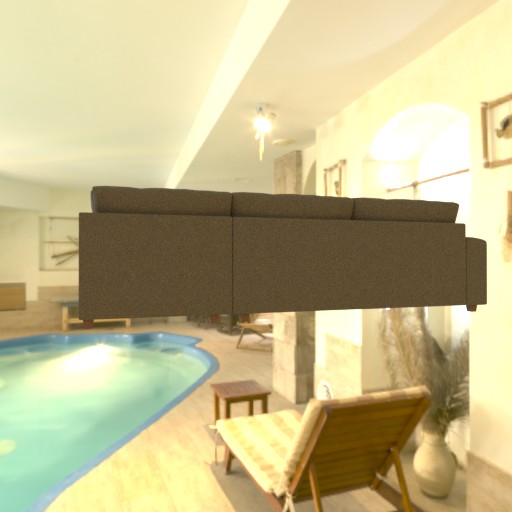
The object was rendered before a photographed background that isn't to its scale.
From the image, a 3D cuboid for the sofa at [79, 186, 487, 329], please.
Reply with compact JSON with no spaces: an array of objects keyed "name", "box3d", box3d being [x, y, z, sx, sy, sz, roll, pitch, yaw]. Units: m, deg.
[{"name":"sofa","box3d":[0.000,0.000,4.705,3.277,0.965,2.895,0,0,-17]}]
